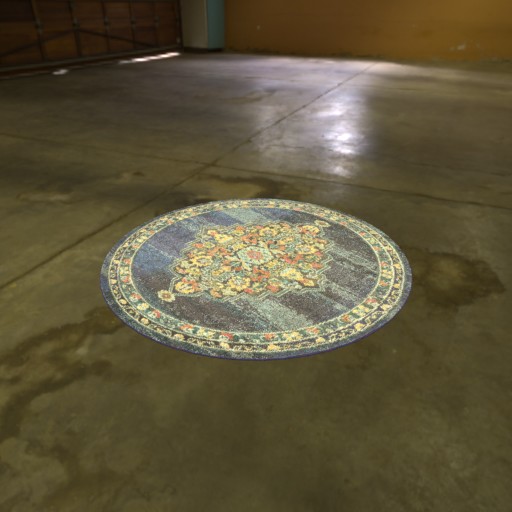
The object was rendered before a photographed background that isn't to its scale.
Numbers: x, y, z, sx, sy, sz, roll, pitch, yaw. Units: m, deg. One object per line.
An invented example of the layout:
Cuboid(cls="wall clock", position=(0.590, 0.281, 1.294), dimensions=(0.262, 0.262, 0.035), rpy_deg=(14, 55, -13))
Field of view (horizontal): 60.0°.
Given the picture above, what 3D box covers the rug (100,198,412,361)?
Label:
Cuboid(cls="rug", position=(0.000, 0.000, 2.360), dimensions=(1.591, 0.010, 1.591), rpy_deg=(0, 30, 0))
